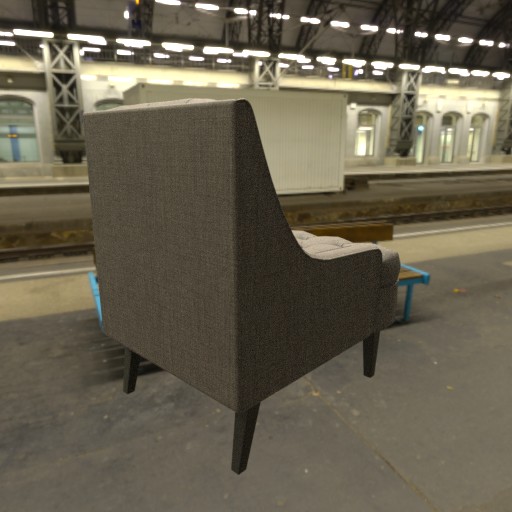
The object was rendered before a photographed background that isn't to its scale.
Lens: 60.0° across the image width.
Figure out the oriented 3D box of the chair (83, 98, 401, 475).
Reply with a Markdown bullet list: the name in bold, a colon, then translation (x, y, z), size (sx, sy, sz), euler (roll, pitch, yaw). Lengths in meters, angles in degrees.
- **chair**: translation (0.000, 0.000, 1.413), size (0.655, 0.891, 0.771), euler (14, 20, 42)
